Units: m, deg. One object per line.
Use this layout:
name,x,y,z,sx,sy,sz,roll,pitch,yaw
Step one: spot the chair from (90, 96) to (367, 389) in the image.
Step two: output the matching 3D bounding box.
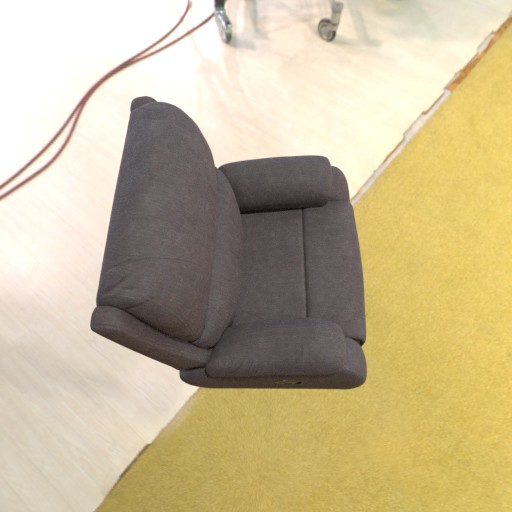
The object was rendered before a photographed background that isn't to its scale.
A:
chair,0.000,0.000,1.742,0.899,1.011,0.930,1,63,0
